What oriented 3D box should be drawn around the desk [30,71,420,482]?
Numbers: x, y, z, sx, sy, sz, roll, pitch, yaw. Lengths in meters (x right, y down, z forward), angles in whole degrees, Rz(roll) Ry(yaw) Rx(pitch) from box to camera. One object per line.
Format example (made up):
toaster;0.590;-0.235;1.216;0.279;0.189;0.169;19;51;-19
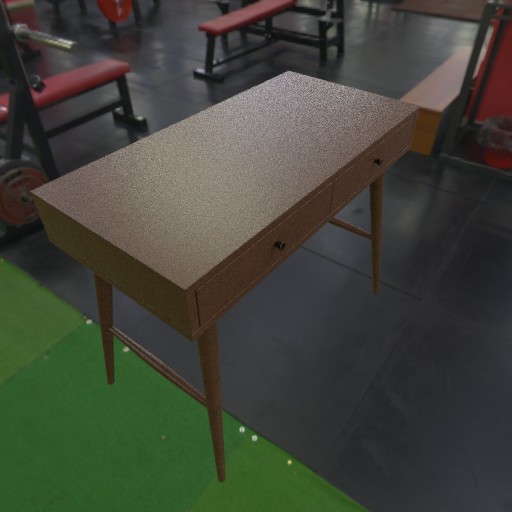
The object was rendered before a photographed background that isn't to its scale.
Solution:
desk;0.000;0.000;1.363;0.510;0.758;0.949;28;48;28
